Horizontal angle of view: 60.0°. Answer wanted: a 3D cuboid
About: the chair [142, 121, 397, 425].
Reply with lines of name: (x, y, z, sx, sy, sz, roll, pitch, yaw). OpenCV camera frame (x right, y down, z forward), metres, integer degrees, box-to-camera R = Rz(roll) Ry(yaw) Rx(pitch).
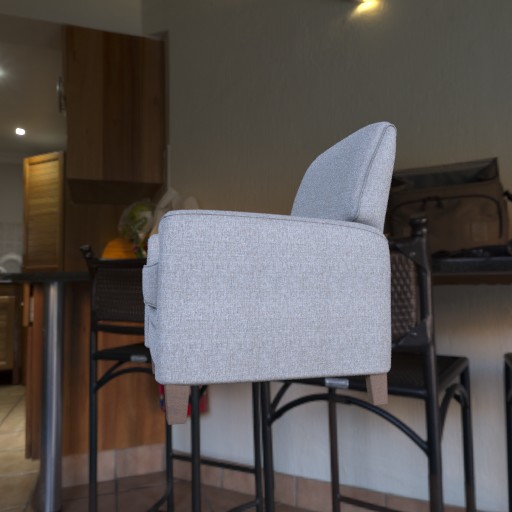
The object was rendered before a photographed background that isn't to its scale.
chair: (0.000, 0.000, 1.753, 0.864, 1.014, 0.848, 1, -3, -16)
